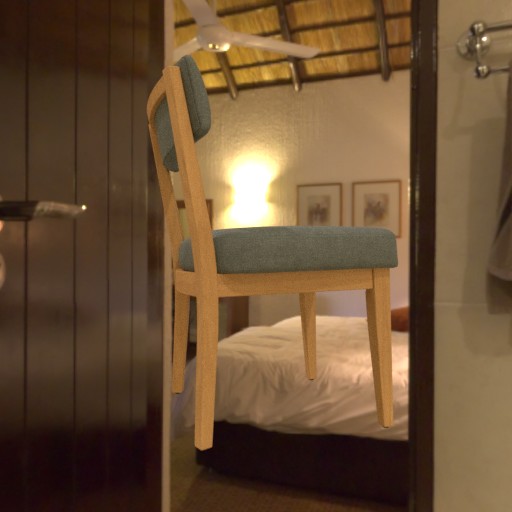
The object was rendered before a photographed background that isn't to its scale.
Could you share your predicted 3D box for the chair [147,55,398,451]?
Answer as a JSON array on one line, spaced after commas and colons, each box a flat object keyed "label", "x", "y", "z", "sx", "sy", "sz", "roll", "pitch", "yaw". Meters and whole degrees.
[{"label": "chair", "x": 0.000, "y": 0.000, "z": 1.200, "sx": 0.572, "sy": 0.832, "sz": 0.508, "roll": 0, "pitch": 0, "yaw": -18}]
